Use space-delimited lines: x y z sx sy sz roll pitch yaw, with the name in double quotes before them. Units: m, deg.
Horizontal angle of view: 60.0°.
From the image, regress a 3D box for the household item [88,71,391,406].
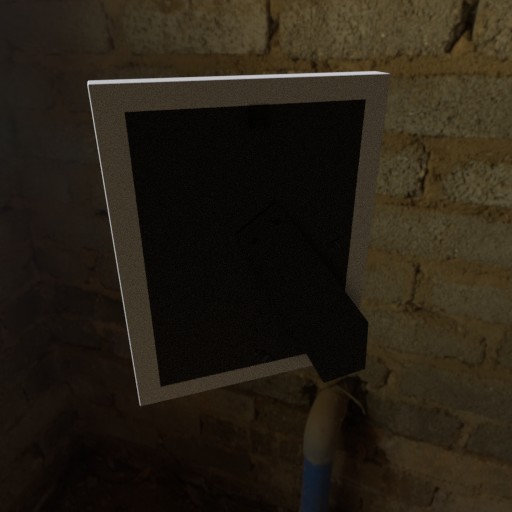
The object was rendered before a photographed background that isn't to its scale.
"household item" 0.000 0.000 0.335 0.200 0.250 0.045 -9 29 -16
